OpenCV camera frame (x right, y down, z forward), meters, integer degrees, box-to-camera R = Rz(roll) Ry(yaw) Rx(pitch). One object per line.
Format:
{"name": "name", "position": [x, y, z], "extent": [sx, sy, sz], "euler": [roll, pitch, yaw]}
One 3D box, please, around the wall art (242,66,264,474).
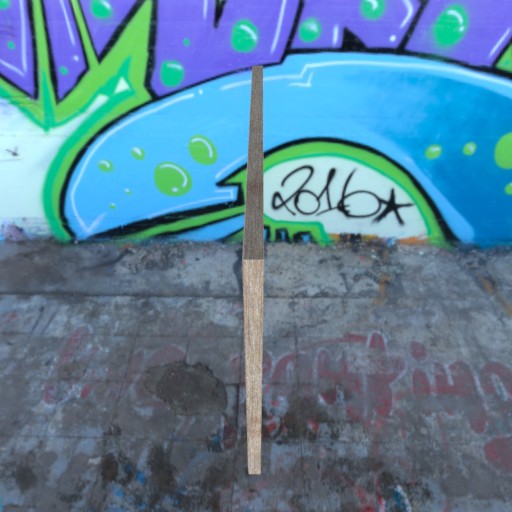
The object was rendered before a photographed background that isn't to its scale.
{"name": "wall art", "position": [0.000, 0.000, 0.977], "extent": [0.026, 0.588, 0.690], "euler": [0, 41, 0]}
